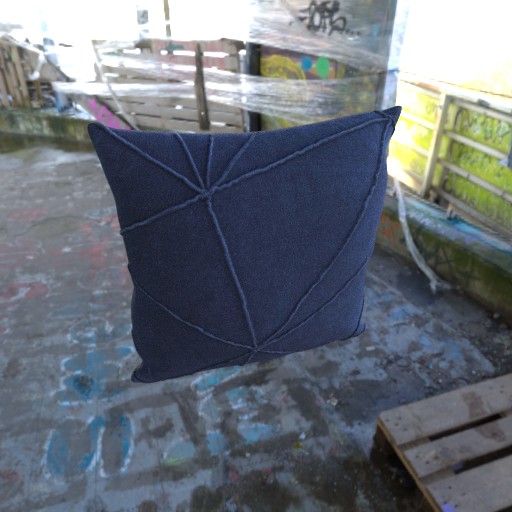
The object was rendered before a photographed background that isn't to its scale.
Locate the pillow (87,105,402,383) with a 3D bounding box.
[{"bbox_3d":[0.000,0.000,0.688,0.439,0.440,0.183,-9,33,-14],"label":"pillow"}]
